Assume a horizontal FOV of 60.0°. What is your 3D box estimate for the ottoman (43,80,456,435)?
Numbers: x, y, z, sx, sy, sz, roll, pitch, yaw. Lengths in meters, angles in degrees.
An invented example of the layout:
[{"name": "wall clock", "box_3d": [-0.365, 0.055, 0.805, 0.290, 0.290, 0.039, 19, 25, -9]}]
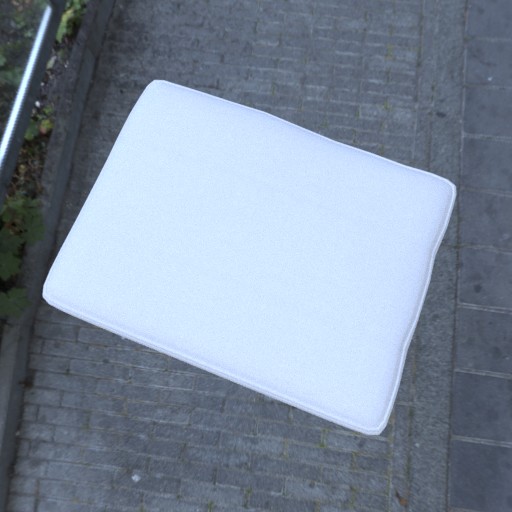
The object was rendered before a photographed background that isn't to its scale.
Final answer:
[{"name": "ottoman", "box_3d": [0.000, 0.000, 1.193, 0.818, 0.479, 0.634, 21, 77, 5]}]
